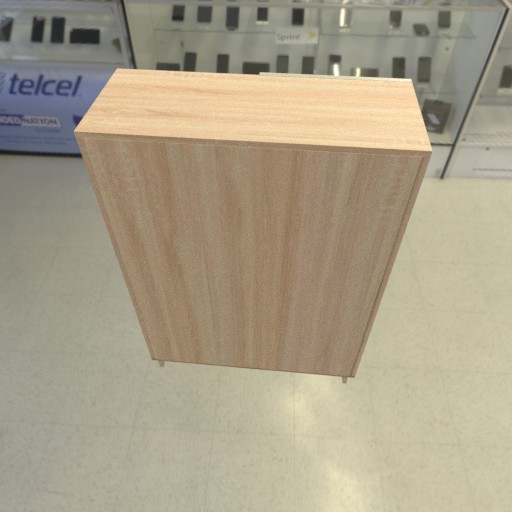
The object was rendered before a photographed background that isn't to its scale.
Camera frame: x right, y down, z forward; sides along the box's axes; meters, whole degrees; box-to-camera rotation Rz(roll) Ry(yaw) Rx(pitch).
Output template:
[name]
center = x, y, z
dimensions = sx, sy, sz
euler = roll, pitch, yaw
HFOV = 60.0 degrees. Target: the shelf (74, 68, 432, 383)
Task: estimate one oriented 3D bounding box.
[shelf]
center = 0.000, 0.000, 1.882
dimensions = 0.995, 1.405, 0.434
euler = 4, 48, 4
